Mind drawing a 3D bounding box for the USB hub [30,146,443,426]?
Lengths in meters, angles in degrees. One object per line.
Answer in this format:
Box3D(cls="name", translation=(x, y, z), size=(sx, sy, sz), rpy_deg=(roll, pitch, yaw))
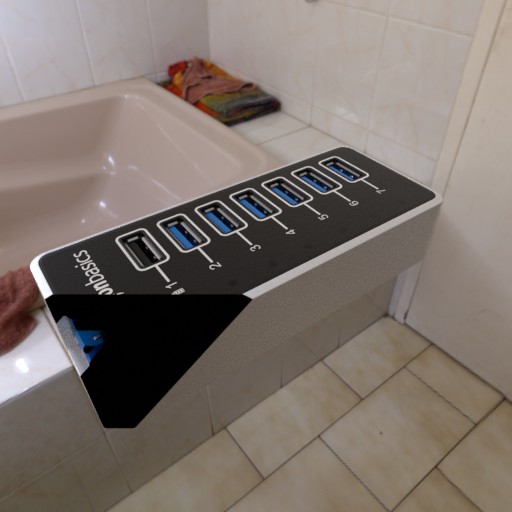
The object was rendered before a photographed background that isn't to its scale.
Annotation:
Box3D(cls="USB hub", translation=(0.000, 0.000, 0.128), size=(0.110, 0.023, 0.044), rpy_deg=(-25, 46, -26))
